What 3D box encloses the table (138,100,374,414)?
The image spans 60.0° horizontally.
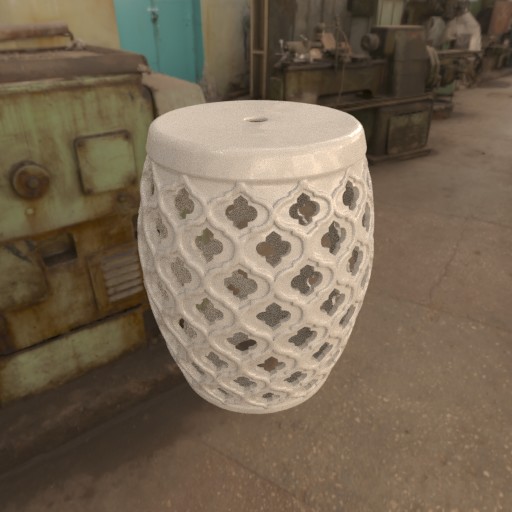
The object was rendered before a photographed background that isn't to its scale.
[{"bbox_3d":[0.000,0.000,0.642,0.325,0.388,0.325,0,30,0],"label":"table"}]
